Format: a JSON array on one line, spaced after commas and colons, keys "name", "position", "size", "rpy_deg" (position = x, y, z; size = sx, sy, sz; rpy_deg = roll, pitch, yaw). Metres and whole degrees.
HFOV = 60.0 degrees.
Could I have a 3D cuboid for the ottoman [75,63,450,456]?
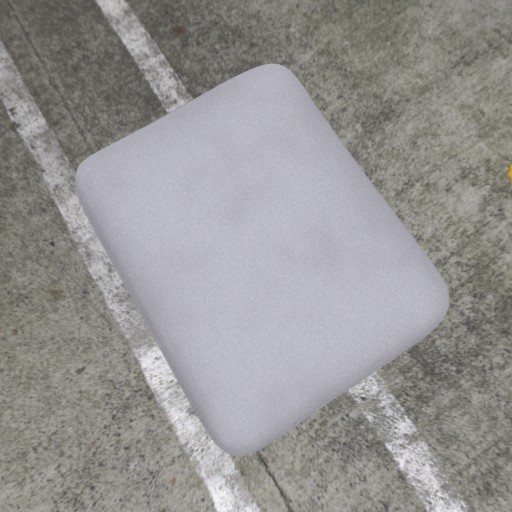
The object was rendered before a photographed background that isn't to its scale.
[{"name": "ottoman", "position": [0.000, 0.000, 1.135], "size": [0.593, 0.478, 0.747], "rpy_deg": [-31, 78, -7]}]
